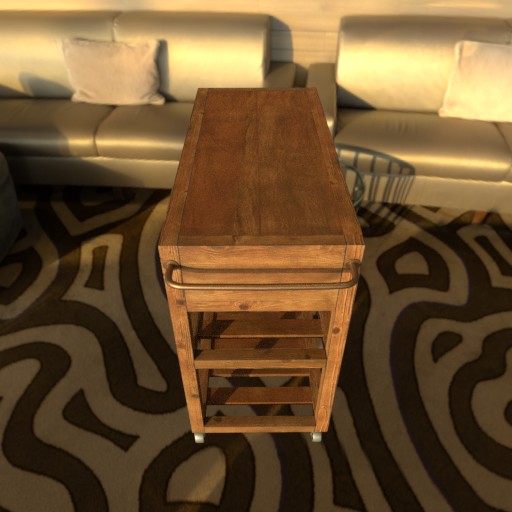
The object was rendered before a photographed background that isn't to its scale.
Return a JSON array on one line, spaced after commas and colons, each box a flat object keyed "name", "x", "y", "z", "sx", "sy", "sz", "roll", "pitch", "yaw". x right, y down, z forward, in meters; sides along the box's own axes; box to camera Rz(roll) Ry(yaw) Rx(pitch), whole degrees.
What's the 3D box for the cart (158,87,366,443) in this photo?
[{"name": "cart", "x": 0.000, "y": 0.000, "z": 1.530, "sx": 0.445, "sy": 0.830, "sz": 1.065, "roll": 0, "pitch": 40, "yaw": 0}]
